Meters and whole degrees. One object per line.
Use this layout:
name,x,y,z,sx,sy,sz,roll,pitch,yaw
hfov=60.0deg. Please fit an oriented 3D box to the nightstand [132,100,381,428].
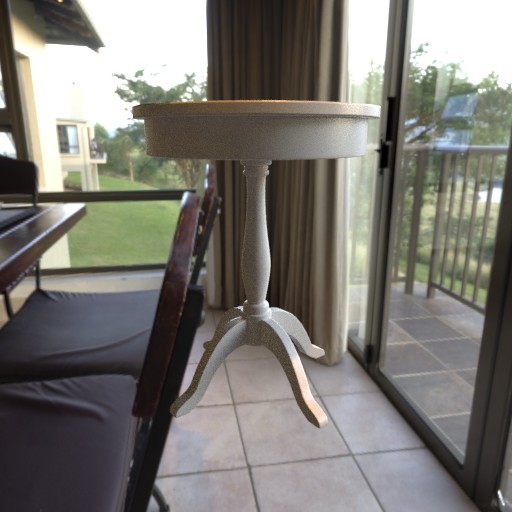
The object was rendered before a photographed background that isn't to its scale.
nightstand,0.000,0.000,1.031,0.513,0.653,0.513,-8,18,-28
